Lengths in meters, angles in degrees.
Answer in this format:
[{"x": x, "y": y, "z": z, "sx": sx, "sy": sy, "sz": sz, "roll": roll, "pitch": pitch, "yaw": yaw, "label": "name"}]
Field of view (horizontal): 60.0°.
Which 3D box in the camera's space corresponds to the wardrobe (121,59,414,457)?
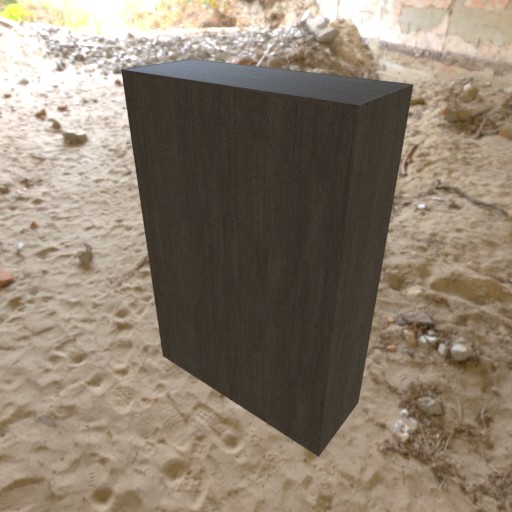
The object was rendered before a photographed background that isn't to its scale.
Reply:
[{"x": 0.000, "y": 0.000, "z": 2.506, "sx": 1.290, "sy": 1.910, "sz": 0.510, "roll": 22, "pitch": 37, "yaw": 32, "label": "wardrobe"}]
